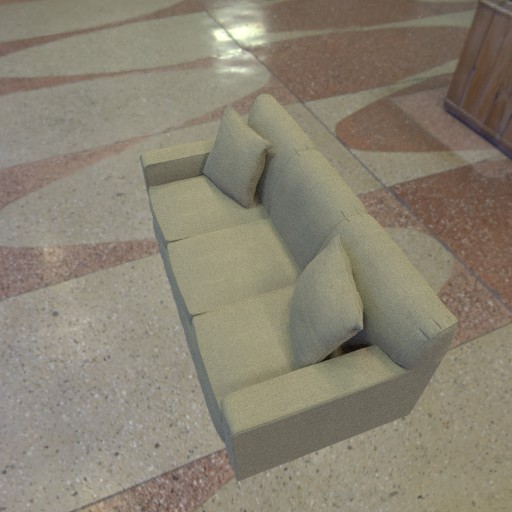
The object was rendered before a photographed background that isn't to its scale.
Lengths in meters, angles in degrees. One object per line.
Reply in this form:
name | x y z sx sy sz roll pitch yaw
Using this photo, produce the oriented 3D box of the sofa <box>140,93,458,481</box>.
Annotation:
sofa | 0.000 0.000 2.536 0.997 0.958 2.024 -15 49 -14
